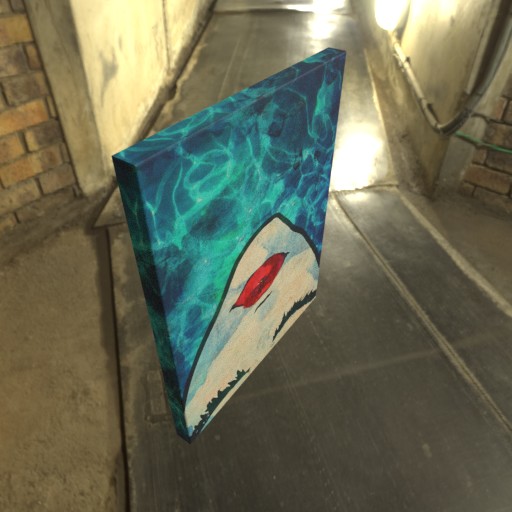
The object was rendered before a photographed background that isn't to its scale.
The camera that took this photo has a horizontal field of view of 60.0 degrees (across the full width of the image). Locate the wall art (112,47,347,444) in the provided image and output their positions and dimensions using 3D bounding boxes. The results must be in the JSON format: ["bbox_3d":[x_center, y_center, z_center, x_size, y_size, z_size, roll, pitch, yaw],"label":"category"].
[{"bbox_3d":[0.000,0.000,0.855,0.038,0.635,0.508,25,47,26],"label":"wall art"}]
